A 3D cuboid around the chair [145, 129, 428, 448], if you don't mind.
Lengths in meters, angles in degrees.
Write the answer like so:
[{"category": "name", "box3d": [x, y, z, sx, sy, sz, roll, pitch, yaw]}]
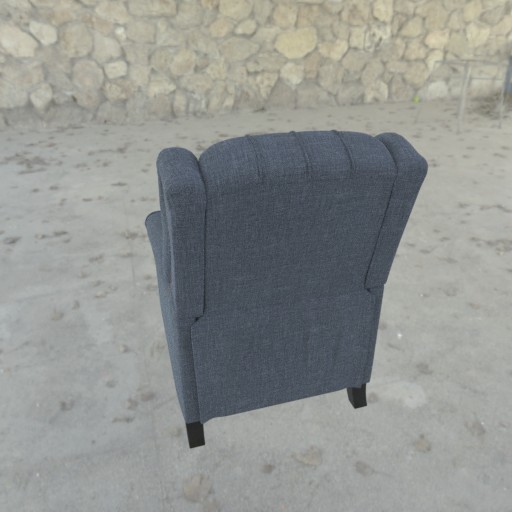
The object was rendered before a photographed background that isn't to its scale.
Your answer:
[{"category": "chair", "box3d": [0.000, 0.000, 1.624, 0.742, 1.035, 0.898, -8, 29, -15]}]
